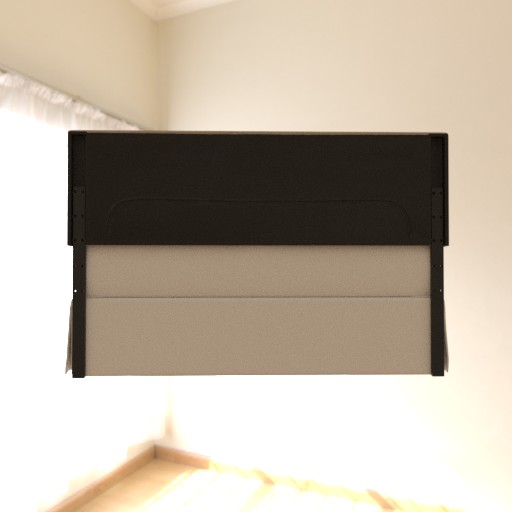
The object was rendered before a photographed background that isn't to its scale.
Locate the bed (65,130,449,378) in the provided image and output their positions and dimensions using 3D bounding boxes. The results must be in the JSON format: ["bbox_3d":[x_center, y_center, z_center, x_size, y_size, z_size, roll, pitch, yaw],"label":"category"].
[{"bbox_3d":[0.000,0.000,3.359,2.170,1.346,1.914,0,-1,-1],"label":"bed"}]
